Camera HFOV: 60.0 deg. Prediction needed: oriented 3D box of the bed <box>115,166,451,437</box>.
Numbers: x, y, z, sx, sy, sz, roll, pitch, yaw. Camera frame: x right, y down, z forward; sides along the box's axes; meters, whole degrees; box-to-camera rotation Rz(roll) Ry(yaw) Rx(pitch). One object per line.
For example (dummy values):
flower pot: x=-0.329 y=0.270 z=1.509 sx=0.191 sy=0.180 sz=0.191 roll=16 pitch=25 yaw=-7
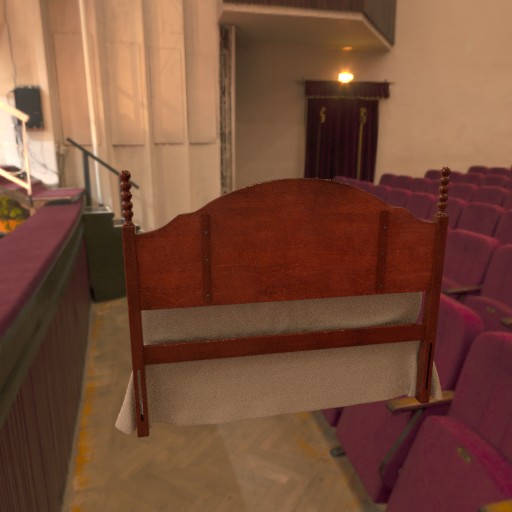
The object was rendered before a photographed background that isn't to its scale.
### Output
bed: x=0.000 y=0.000 z=3.234 sx=1.873 sy=1.356 sz=2.040 roll=-3 pitch=14 yaw=-11
